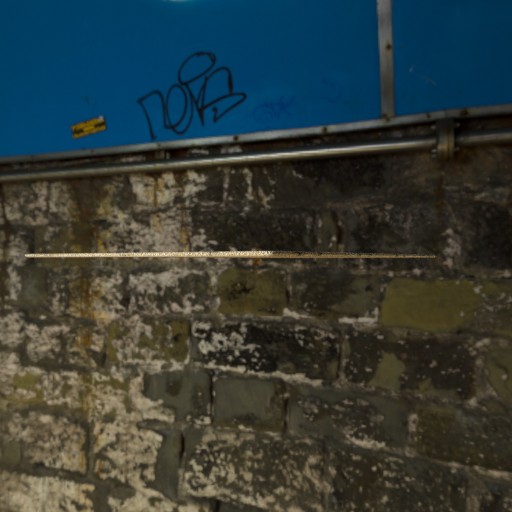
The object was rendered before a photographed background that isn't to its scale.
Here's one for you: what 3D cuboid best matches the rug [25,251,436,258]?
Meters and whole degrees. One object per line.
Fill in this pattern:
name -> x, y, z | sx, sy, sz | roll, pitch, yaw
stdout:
rug -> 0.000, 0.000, 4.029 | 2.399, 0.026, 3.000 | 0, 0, 36
